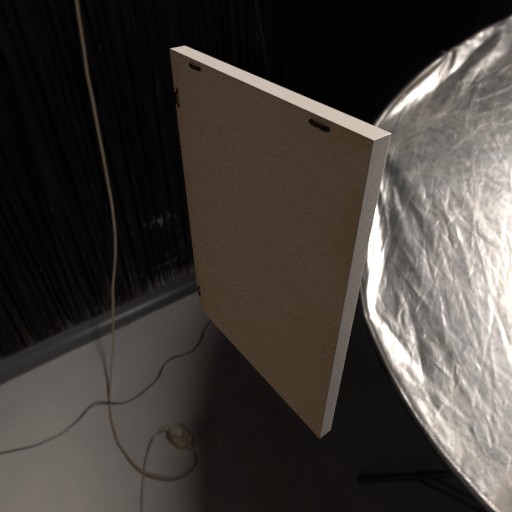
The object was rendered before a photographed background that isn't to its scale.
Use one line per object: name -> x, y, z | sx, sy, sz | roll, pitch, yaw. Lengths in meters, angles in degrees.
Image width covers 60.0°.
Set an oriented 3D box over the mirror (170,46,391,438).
mirror -> 0.000, 0.000, 0.925 | 0.039, 0.710, 0.507 | -26, 46, -28
